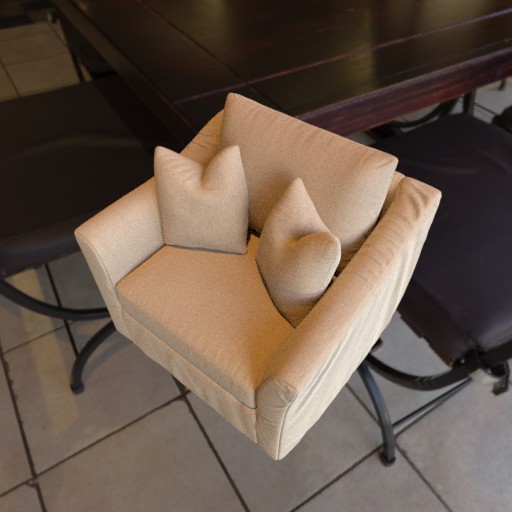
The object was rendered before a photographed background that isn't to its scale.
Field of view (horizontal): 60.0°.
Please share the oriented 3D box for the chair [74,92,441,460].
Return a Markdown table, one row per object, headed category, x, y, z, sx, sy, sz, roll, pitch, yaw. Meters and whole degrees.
| category | x | y | z | sx | sy | sz | roll | pitch | yaw |
| --- | --- | --- | --- | --- | --- | --- | --- | --- | --- |
| chair | 0.000 | 0.000 | 2.065 | 1.194 | 1.093 | 1.071 | 31 | 54 | 26 |
